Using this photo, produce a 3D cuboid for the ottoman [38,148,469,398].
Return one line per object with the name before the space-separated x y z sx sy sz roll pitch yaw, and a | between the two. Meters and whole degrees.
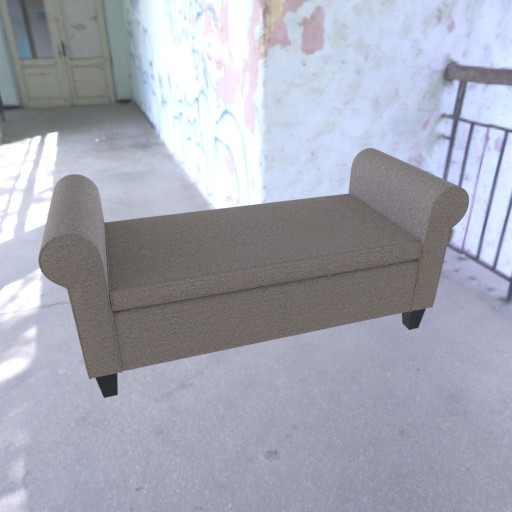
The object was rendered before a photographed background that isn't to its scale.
ottoman | 0.000 0.000 1.537 1.256 0.547 0.521 -9 29 -16
